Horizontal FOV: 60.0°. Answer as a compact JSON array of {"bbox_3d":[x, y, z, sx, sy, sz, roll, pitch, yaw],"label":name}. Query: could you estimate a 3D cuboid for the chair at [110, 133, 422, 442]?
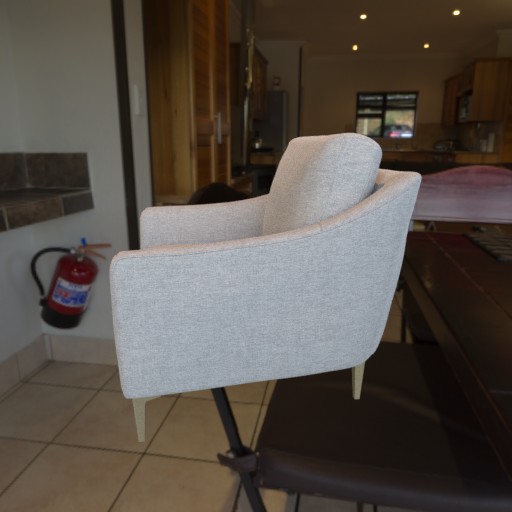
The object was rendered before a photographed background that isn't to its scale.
[{"bbox_3d":[0.000,0.000,1.709,0.961,0.902,0.986,-2,14,-9],"label":"chair"}]
